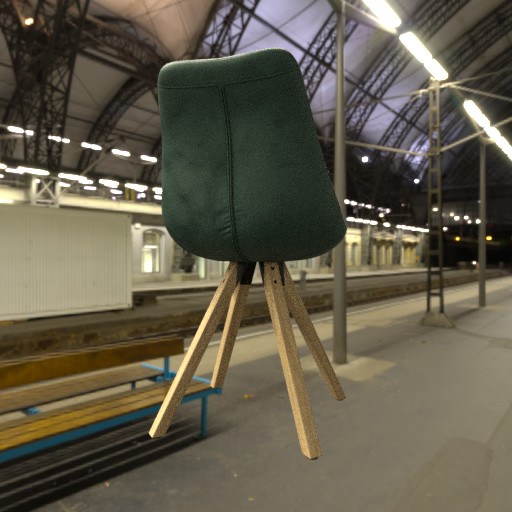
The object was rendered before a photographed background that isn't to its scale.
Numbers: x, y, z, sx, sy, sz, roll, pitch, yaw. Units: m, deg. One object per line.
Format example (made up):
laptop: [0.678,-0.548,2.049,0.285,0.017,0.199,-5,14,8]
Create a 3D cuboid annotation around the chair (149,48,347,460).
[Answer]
chair: [0.000,0.000,1.198,0.483,0.865,0.547,0,0,17]
